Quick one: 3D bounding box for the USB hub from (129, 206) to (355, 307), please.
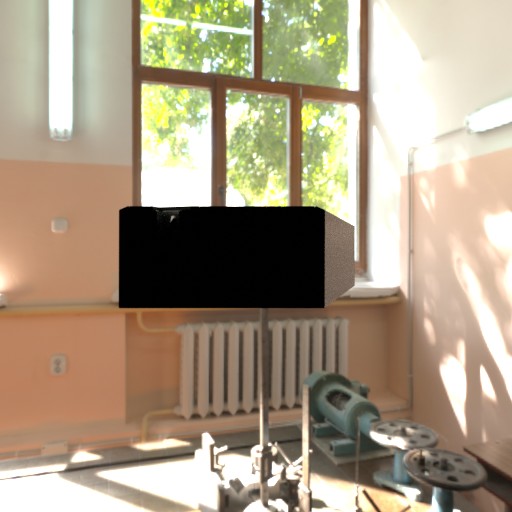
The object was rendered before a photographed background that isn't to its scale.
[{"bbox_3d":[0.000,0.000,0.123,0.044,0.023,0.110,0,1,18],"label":"USB hub"}]
